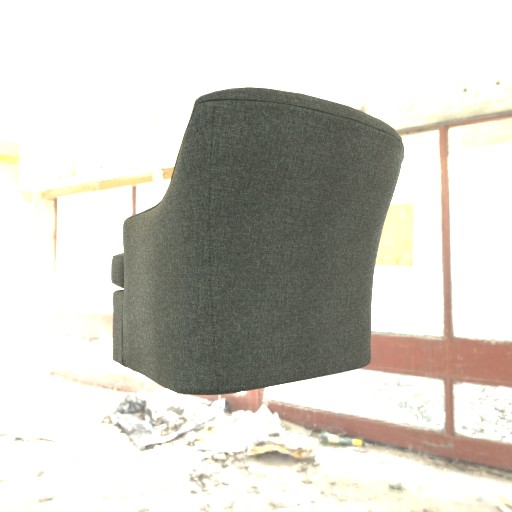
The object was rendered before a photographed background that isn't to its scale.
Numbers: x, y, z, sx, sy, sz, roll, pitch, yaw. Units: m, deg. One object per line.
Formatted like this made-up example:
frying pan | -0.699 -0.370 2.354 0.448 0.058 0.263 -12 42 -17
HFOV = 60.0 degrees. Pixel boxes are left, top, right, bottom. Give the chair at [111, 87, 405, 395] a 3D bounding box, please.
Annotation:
chair | 0.000 0.000 1.611 0.864 0.856 0.923 2 -3 -37
